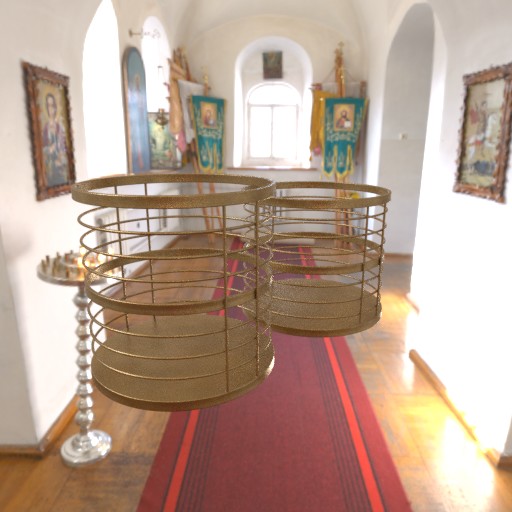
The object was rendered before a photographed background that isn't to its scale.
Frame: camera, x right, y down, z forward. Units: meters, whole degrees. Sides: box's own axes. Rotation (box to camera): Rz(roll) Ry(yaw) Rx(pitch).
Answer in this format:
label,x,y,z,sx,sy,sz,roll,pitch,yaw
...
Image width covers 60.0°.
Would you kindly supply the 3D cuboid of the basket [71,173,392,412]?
label,x,y,z,sx,sy,sz,roll,pitch,yaw
basket,0.000,0.000,0.972,0.746,0.351,0.356,-14,21,-42
